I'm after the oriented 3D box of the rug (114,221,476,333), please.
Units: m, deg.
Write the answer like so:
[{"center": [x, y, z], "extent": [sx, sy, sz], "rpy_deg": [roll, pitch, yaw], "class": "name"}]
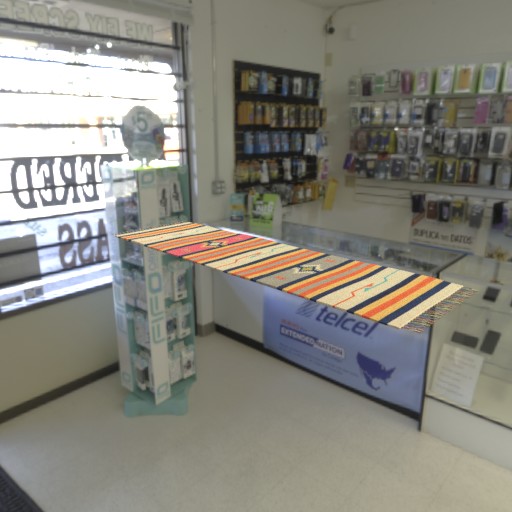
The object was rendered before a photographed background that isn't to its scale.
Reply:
[{"center": [0.000, 0.000, 2.797], "extent": [2.455, 0.017, 0.695], "rpy_deg": [15, 22, 42], "class": "rug"}]
